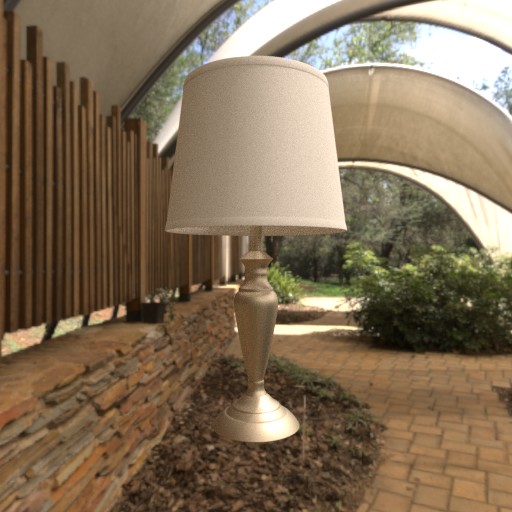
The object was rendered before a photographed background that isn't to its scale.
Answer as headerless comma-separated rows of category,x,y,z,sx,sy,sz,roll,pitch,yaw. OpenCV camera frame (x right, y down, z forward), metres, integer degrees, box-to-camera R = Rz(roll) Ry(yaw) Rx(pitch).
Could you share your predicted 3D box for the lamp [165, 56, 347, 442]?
lamp,0.000,0.000,0.815,0.328,0.619,0.328,0,0,0
